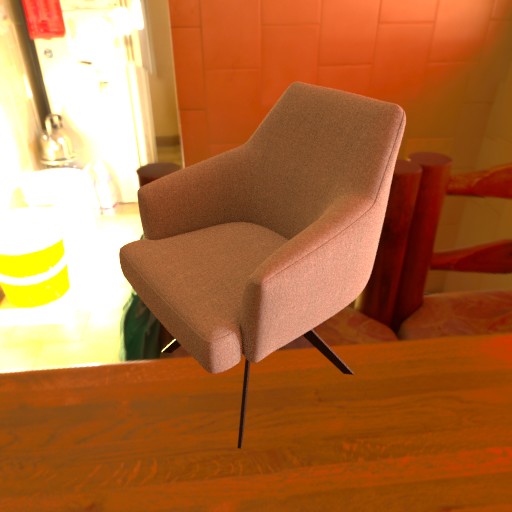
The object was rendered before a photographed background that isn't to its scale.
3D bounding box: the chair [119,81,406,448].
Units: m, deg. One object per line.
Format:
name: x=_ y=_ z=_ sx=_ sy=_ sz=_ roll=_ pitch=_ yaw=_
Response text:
chair: x=0.000 y=0.000 z=1.329 sx=0.677 sy=0.874 sz=0.642 roll=-21 pitch=38 yaw=-31
